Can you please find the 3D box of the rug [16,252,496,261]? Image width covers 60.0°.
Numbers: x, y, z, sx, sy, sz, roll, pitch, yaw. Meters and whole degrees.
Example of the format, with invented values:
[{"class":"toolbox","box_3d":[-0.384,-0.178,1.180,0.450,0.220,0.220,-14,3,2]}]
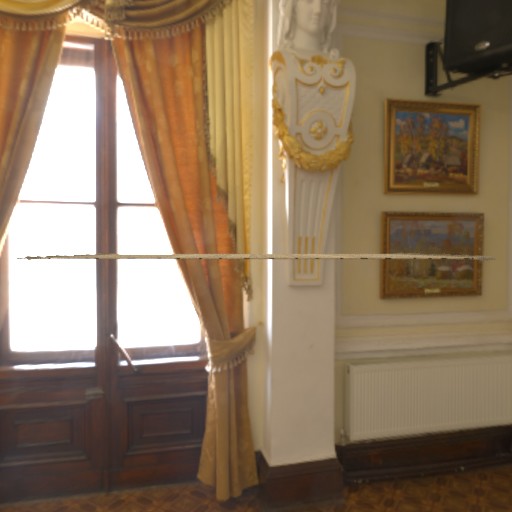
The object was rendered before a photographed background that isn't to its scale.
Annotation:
[{"class":"rug","box_3d":[0.000,0.000,2.989,2.472,0.035,1.495,0,1,-1]}]
